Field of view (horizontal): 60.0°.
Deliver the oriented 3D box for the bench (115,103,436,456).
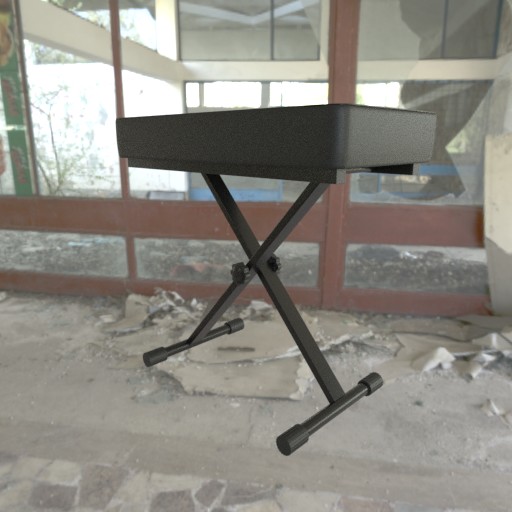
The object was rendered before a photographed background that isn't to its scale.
[{"bbox_3d":[0.000,0.000,0.929,0.600,0.561,0.300,14,20,43],"label":"bench"}]
